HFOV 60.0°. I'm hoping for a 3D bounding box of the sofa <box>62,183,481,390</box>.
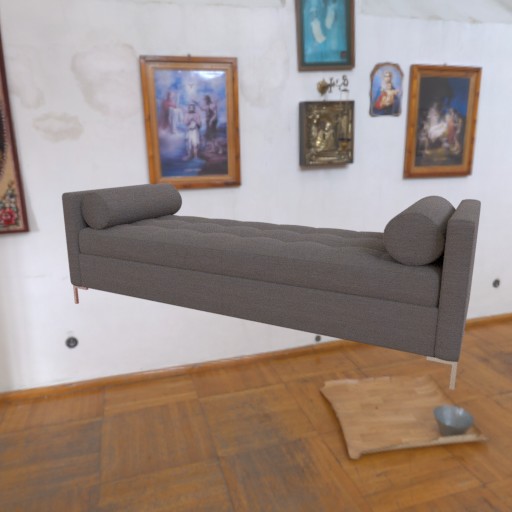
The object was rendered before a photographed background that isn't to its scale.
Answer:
[{"bbox_3d":[0.000,0.000,2.258,1.981,0.635,0.686,7,15,27],"label":"sofa"}]
